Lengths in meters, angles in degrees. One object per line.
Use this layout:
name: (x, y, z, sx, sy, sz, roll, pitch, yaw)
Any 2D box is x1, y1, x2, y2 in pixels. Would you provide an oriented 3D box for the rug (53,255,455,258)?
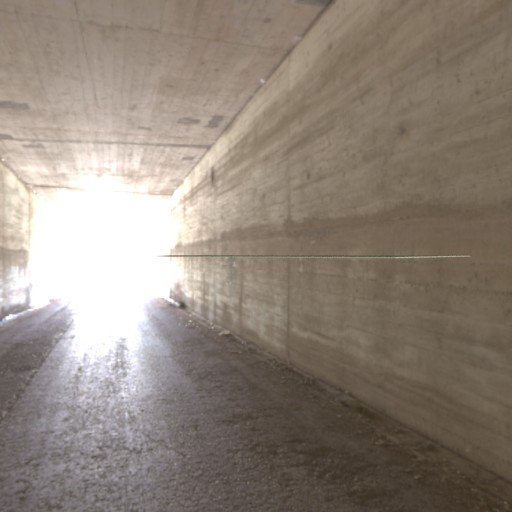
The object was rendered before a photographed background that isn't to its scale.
rug: (0.000, 0.000, 2.932, 2.363, 0.004, 1.566, 0, 0, 36)
